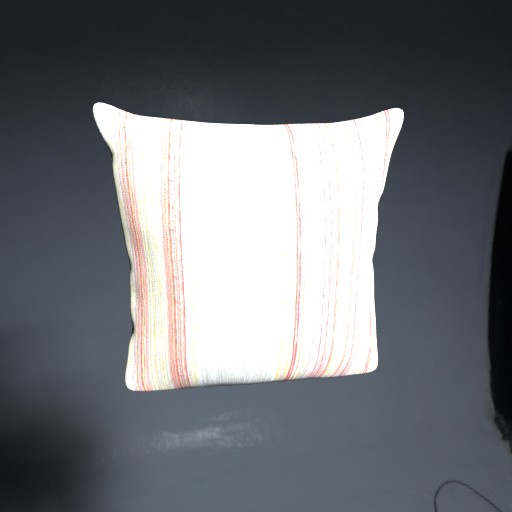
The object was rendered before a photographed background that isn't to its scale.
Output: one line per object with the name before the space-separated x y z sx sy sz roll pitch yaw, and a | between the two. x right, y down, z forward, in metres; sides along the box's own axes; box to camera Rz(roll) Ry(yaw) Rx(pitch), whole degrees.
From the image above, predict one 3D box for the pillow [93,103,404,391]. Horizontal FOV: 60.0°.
pillow | 0.000 0.000 0.691 0.451 0.449 0.191 -2 15 -8
